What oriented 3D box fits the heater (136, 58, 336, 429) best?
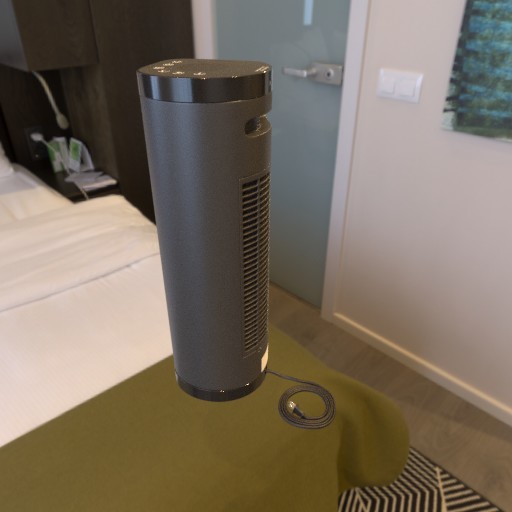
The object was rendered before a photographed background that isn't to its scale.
[{"bbox_3d":[0.000,0.000,0.705,0.312,0.552,0.174,8,32,13],"label":"heater"}]
